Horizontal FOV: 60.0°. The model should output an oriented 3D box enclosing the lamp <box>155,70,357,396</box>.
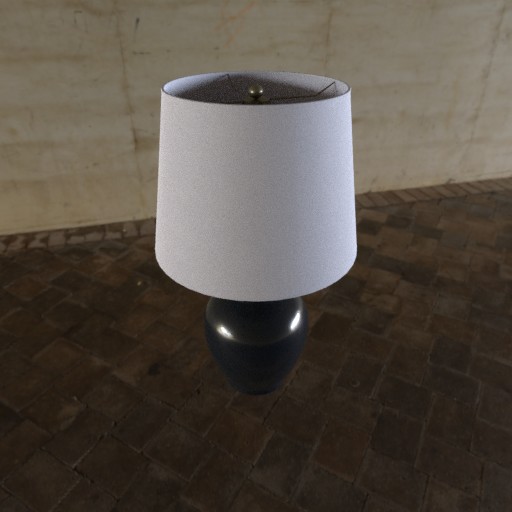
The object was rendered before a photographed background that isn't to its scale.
[{"bbox_3d":[0.000,0.000,0.547,0.239,0.399,0.239,0,31,0],"label":"lamp"}]
